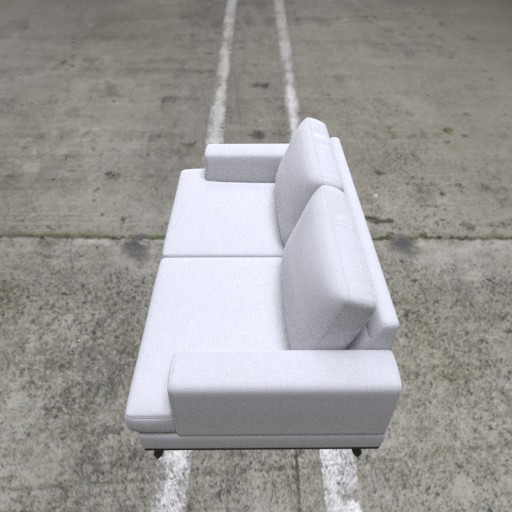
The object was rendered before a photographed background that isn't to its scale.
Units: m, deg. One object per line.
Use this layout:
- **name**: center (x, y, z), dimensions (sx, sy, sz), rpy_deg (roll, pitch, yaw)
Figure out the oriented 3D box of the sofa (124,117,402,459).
- **sofa**: center (0.000, 0.000, 2.098), dimensions (0.920, 0.810, 1.650), rpy_deg (0, 41, 0)
